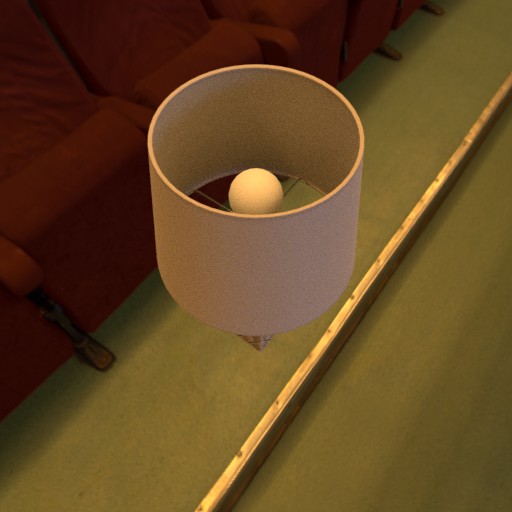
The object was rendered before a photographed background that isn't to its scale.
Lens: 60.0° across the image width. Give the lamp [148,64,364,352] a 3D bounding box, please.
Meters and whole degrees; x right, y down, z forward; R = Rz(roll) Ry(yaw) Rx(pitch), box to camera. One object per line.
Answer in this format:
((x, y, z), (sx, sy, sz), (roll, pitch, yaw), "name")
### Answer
((0.000, 0.000, 0.593), (0.251, 0.435, 0.251), (0, 58, 0), "lamp")
